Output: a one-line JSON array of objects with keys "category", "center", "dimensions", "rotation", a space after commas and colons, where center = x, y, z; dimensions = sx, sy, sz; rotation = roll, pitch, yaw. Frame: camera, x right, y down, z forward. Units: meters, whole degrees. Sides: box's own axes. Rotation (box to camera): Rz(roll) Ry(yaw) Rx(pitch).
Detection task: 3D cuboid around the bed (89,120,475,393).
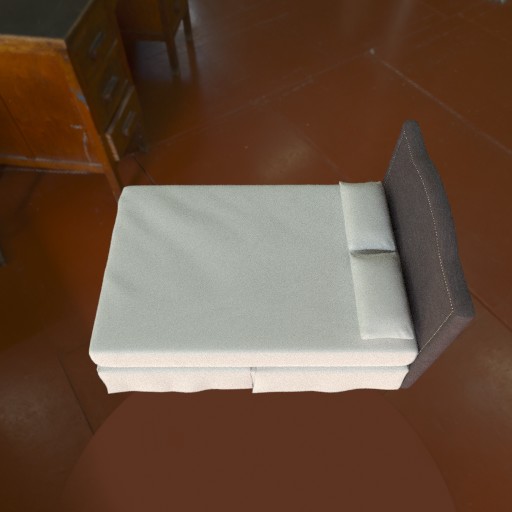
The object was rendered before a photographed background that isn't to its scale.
[{"category": "bed", "center": [0.000, 0.000, 3.488], "dimensions": [2.507, 1.441, 1.741], "rotation": [0, 57, 0]}]
